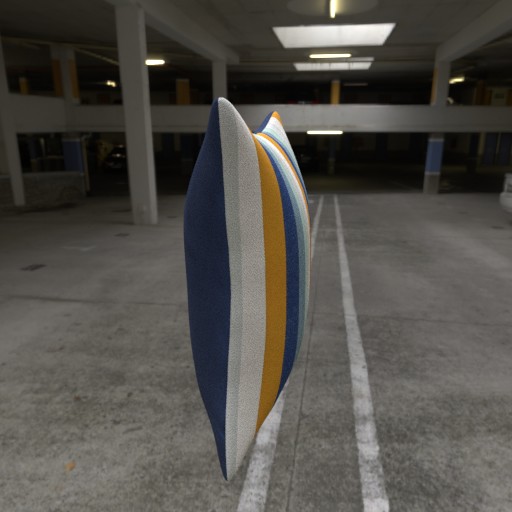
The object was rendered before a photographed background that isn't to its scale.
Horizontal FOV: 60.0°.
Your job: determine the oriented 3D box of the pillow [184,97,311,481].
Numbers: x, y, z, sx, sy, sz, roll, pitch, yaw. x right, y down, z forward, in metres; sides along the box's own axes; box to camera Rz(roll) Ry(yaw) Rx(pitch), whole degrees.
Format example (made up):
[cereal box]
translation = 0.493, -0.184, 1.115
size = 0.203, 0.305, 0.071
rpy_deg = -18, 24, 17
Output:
[pillow]
translation = 0.000, 0.000, 0.708
size = 0.173, 0.454, 0.463
rpy_deg = 3, 16, 9
